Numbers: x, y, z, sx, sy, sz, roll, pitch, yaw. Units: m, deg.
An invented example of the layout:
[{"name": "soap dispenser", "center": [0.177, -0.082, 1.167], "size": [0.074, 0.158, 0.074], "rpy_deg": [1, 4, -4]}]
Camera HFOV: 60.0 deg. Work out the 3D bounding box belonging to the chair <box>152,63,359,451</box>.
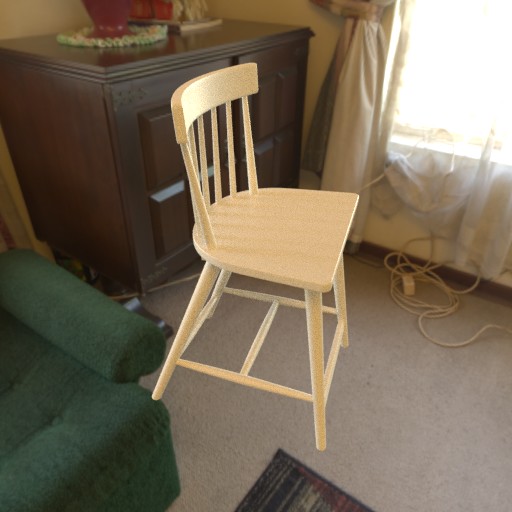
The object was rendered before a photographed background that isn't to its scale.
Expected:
[{"name": "chair", "center": [0.000, 0.000, 1.277], "size": [0.572, 0.952, 0.483], "rpy_deg": [10, 35, 15]}]
